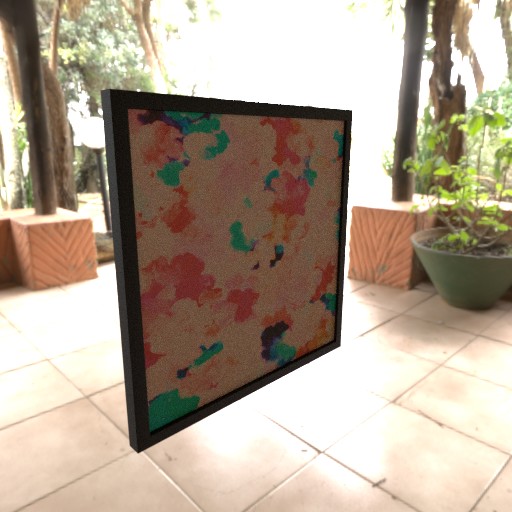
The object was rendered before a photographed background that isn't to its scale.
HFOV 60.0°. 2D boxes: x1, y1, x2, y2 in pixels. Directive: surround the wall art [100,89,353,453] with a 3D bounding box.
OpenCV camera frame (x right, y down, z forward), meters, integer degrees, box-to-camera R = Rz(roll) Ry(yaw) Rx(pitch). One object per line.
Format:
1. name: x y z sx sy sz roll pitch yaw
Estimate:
1. wall art: 0.000 0.000 0.463 0.306 0.304 0.015 -14 20 -42
